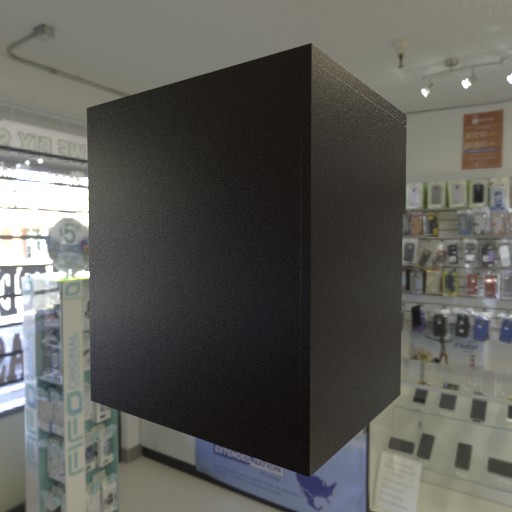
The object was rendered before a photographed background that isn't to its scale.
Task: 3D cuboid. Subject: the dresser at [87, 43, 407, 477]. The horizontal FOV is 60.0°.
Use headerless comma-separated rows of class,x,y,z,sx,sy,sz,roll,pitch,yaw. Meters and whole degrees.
dresser,0.000,0.000,0.739,0.400,0.470,0.360,1,3,35
